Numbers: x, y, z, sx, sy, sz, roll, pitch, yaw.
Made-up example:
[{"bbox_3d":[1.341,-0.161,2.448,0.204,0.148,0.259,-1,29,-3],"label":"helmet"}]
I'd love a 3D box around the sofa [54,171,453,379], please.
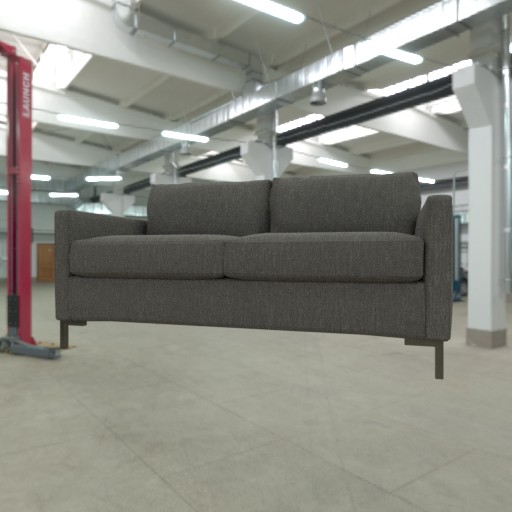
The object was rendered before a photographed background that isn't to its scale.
[{"bbox_3d":[0.000,0.000,2.128,1.682,0.840,0.875,0,0,18],"label":"sofa"}]
